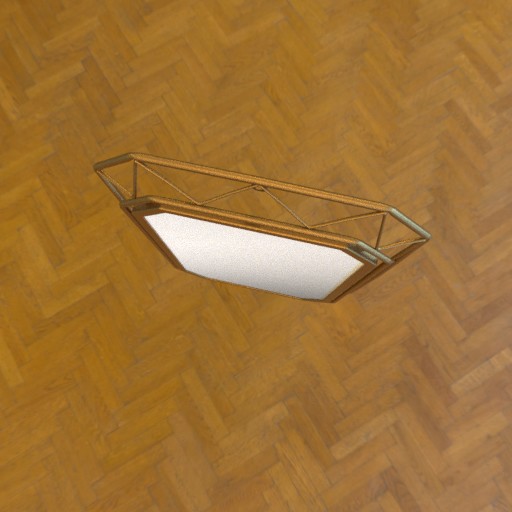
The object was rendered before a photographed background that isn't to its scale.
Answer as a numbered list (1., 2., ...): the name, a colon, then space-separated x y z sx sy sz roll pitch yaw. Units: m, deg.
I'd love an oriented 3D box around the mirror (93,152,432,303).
1. mirror: 0.000 0.000 0.731 0.417 0.566 0.042 12 77 3
